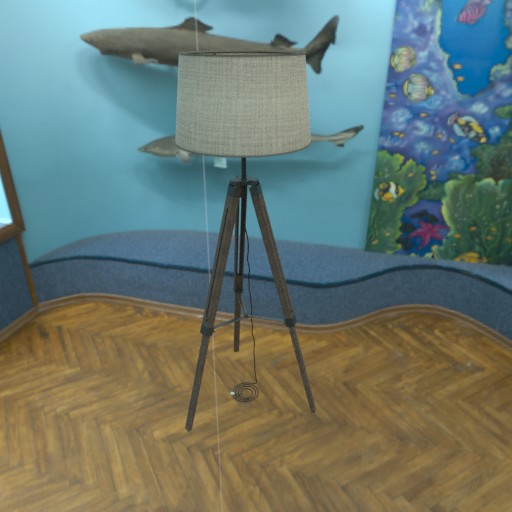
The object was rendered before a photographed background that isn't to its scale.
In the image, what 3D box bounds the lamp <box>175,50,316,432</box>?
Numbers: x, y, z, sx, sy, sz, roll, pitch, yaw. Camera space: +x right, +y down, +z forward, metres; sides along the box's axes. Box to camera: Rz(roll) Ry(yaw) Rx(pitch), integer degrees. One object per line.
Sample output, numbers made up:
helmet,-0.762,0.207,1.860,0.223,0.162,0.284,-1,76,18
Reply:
lamp,0.000,0.000,1.808,0.587,1.510,0.604,8,28,16
